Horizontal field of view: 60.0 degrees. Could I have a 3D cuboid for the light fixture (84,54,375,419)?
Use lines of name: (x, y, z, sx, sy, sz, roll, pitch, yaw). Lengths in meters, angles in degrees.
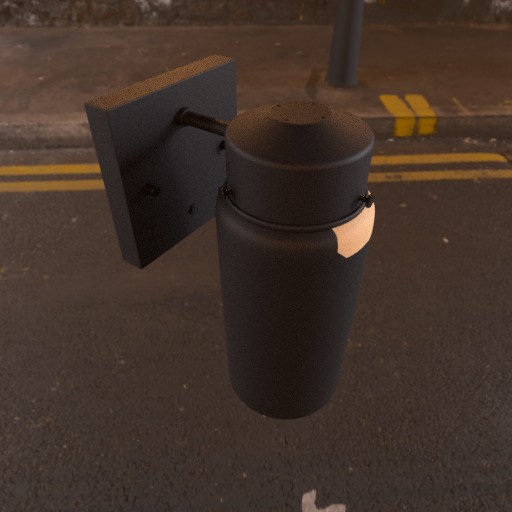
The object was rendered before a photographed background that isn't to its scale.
light fixture: (0.000, 0.000, 0.363, 0.176, 0.257, 0.130, 24, 46, 26)
